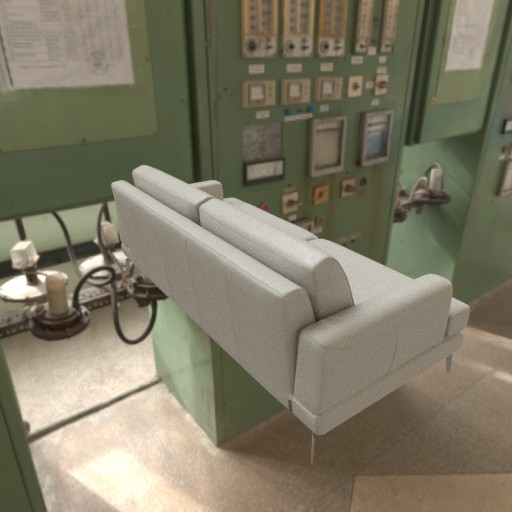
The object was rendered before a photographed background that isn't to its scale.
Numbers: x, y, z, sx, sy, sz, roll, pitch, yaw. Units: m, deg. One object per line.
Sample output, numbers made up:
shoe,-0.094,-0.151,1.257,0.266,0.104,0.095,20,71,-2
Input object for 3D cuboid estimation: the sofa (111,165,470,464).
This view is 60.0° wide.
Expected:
sofa,0.000,0.000,2.395,0.974,0.765,1.940,-17,30,-32
